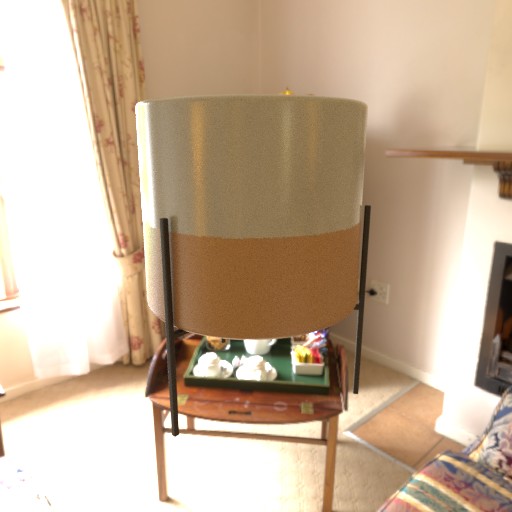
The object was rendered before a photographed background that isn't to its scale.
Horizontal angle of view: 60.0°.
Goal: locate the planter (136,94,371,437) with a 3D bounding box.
[{"bbox_3d":[0.000,0.000,0.737,0.360,0.480,0.348,2,15,8],"label":"planter"}]
